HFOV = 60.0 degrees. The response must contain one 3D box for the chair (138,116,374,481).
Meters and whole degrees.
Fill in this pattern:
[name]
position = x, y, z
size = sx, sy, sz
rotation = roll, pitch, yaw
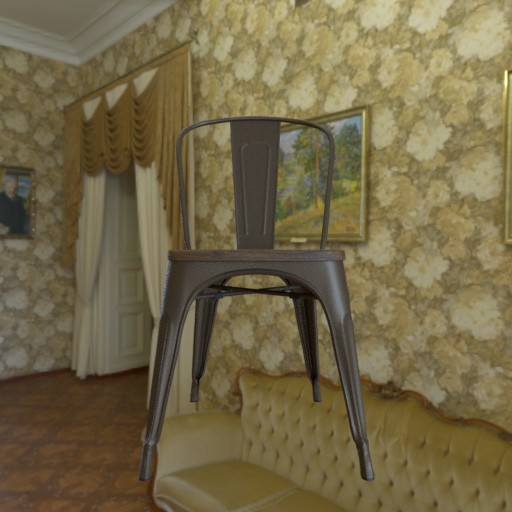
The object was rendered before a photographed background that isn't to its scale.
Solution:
[chair]
position = 0.000, 0.000, 1.097
size = 0.451, 0.844, 0.532
rotation = 0, 1, 0
